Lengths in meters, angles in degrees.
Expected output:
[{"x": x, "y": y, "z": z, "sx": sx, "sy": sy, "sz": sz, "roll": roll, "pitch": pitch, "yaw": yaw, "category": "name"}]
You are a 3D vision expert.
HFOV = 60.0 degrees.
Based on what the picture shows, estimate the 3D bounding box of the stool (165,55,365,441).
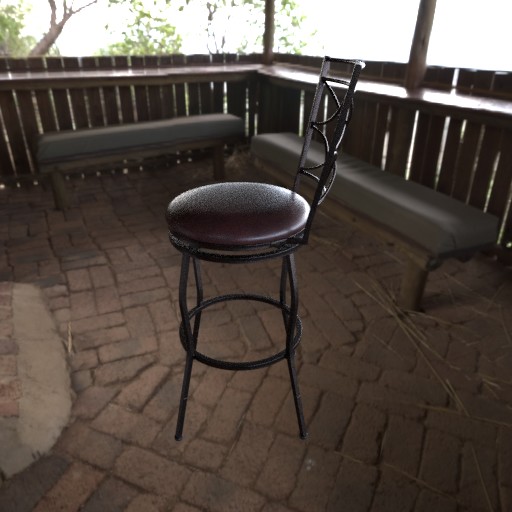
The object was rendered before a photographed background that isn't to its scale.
[{"x": 0.000, "y": 0.000, "z": 1.373, "sx": 0.534, "sy": 1.117, "sz": 0.434, "roll": 0, "pitch": 27, "yaw": -1, "category": "stool"}]
